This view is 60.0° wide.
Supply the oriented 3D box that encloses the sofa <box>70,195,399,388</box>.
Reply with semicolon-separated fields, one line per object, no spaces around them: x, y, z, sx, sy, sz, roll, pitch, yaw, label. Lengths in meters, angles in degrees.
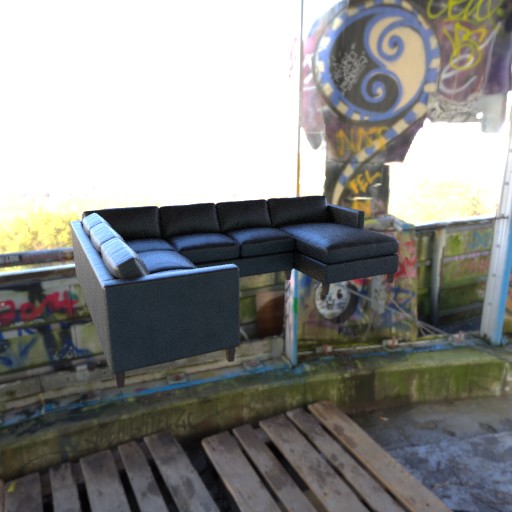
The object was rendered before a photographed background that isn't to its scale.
0.000;0.000;4.580;3.324;0.891;2.452;-7;17;-25;sofa
